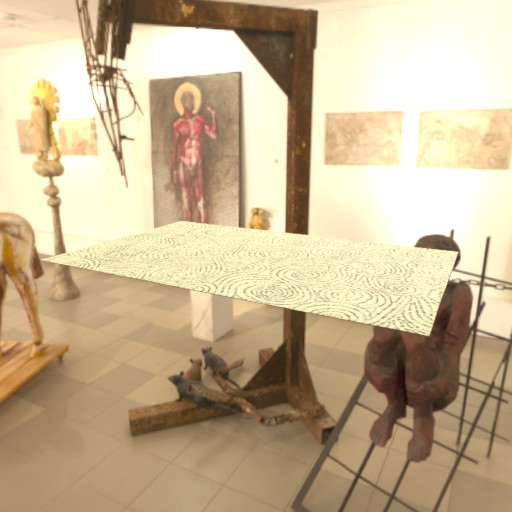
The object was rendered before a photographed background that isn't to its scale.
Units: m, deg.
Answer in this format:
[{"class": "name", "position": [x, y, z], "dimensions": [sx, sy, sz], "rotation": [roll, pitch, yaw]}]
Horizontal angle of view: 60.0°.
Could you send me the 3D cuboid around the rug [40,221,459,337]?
[{"class": "rug", "position": [0.000, 0.000, 3.036], "dimensions": [2.439, 0.005, 1.524], "rotation": [8, 17, 27]}]
